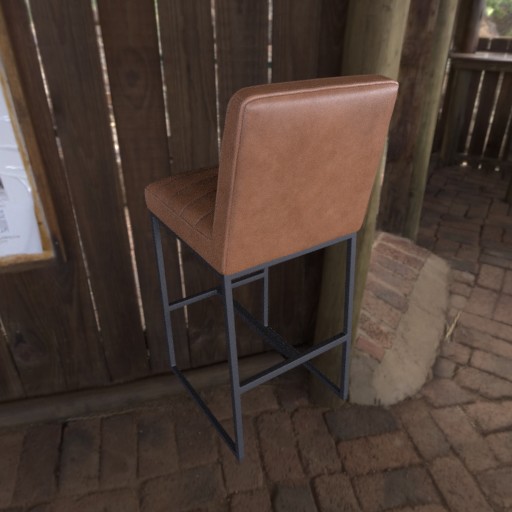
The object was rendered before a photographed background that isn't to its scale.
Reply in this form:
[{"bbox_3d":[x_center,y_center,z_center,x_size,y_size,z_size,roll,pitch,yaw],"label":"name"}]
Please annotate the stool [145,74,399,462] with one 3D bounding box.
[{"bbox_3d":[0.000,0.000,1.332,0.458,1.040,0.556,-18,34,-30],"label":"stool"}]
